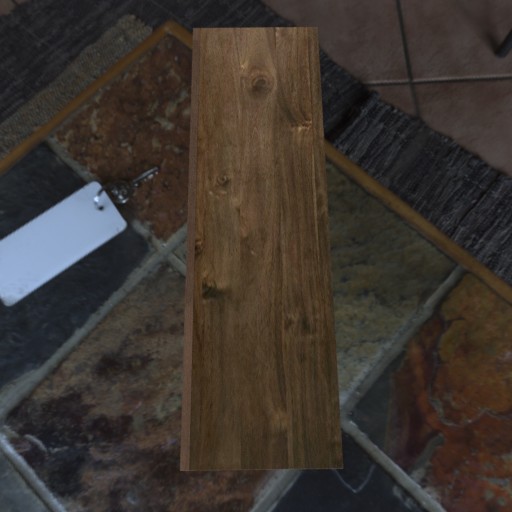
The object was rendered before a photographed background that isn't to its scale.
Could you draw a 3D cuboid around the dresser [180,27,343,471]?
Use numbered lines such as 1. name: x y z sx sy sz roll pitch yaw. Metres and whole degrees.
1. dresser: 0.000 0.000 1.769 0.446 0.873 1.400 -1 75 0
